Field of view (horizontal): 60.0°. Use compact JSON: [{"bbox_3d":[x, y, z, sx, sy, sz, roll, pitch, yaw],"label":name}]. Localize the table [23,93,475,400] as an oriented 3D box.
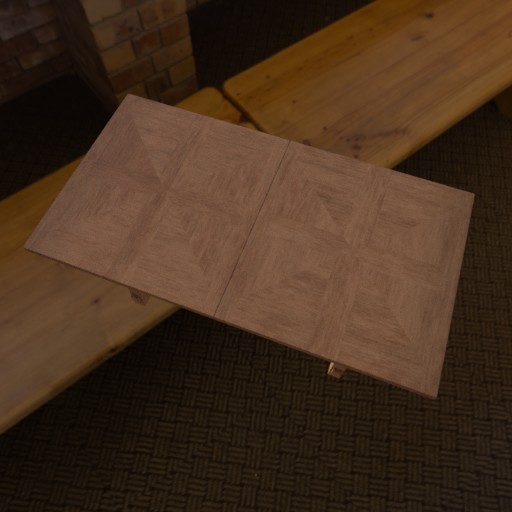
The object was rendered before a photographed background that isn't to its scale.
[{"bbox_3d":[0.000,0.000,2.421,1.881,0.768,1.016,19,65,9],"label":"table"}]
